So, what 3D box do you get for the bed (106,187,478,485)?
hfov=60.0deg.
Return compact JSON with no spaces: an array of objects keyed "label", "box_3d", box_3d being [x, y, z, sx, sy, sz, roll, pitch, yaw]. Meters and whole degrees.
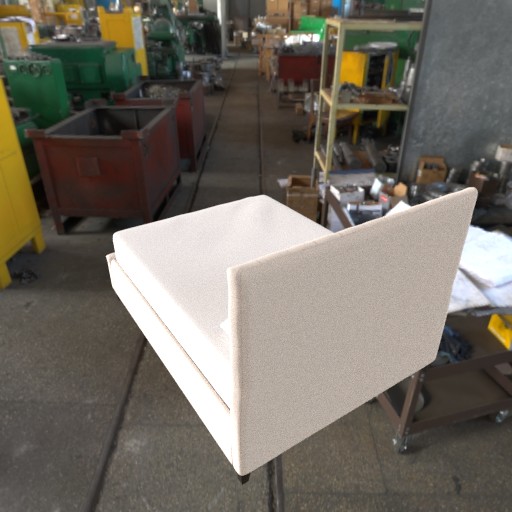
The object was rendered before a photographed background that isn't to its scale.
[{"label":"bed","box_3d":[0.000,0.000,3.327,1.696,1.426,2.233,-18,35,-29]}]
